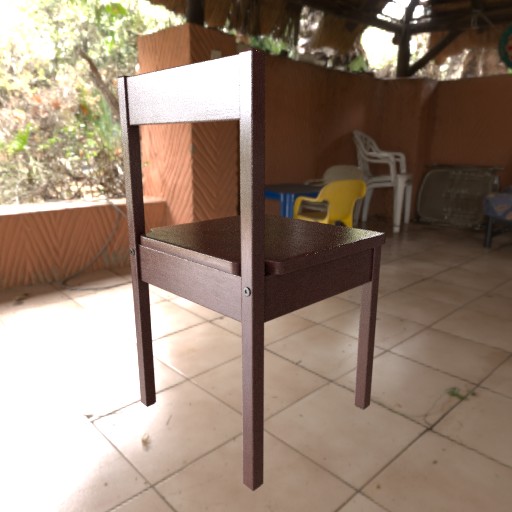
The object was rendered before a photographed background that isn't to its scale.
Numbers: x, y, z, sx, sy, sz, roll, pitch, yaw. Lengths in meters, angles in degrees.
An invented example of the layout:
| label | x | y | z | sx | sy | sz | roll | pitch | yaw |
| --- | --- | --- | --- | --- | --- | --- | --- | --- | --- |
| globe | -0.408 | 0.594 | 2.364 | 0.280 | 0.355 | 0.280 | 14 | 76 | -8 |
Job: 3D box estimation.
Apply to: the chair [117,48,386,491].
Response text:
| label | x | y | z | sx | sy | sz | roll | pitch | yaw |
| --- | --- | --- | --- | --- | --- | --- | --- | --- | --- |
| chair | 0.000 | 0.000 | 0.881 | 0.361 | 0.668 | 0.367 | -14 | 20 | -42 |
